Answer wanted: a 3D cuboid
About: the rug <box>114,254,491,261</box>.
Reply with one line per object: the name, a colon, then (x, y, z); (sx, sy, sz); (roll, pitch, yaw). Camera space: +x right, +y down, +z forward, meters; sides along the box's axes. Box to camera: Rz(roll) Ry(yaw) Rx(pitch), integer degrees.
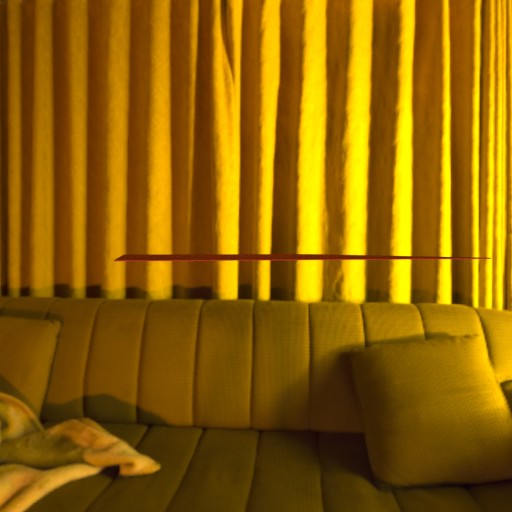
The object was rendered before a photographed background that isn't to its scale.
rug: (0.000, 0.000, 3.926); (2.300, 0.012, 2.929); (0, 1, -16)
